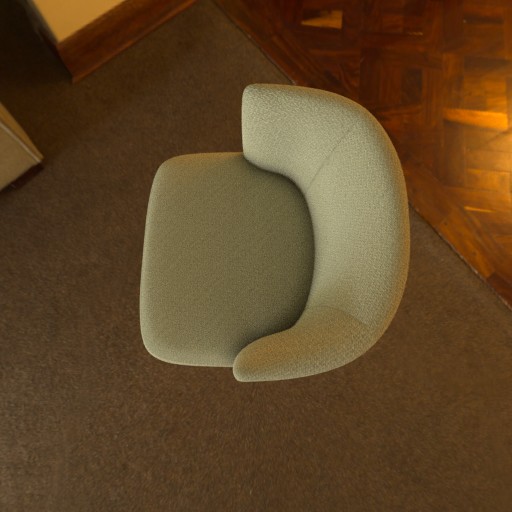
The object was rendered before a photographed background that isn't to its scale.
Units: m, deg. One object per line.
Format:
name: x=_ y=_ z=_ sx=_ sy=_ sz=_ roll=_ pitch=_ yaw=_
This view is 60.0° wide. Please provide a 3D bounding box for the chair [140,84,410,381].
chair: x=0.000 y=0.000 z=1.313 sx=0.660 sy=0.760 sz=0.700 roll=1 pitch=76 yaw=0
